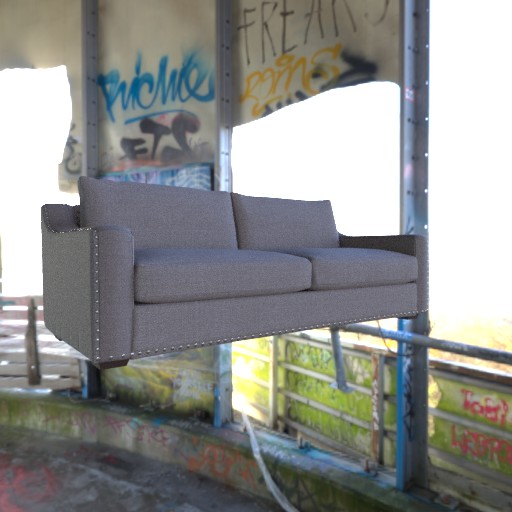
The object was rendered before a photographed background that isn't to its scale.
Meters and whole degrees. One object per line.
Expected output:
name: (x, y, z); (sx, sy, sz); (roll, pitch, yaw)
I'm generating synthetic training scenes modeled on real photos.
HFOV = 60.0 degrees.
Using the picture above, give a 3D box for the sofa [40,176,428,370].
sofa: (0.000, 0.000, 2.682); (2.208, 0.857, 1.000); (-1, 1, -37)
